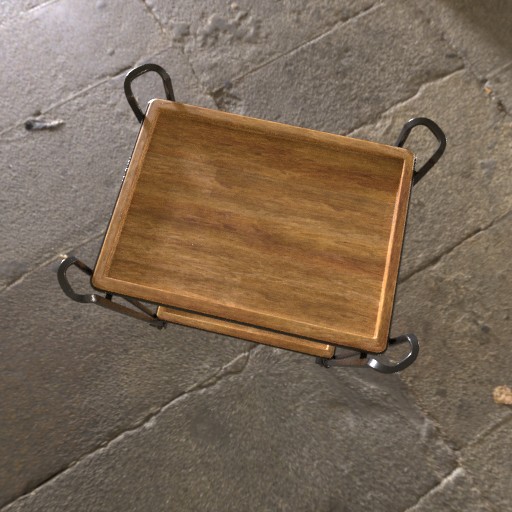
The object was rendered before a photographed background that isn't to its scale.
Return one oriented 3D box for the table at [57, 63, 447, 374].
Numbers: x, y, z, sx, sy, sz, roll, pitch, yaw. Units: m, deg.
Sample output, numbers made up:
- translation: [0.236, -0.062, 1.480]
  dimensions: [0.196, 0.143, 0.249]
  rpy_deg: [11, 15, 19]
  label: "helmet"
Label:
- translation: [0.000, 0.000, 1.211]
  dimensions: [0.672, 0.785, 0.505]
  rpy_deg: [12, 76, 3]
  label: "table"
